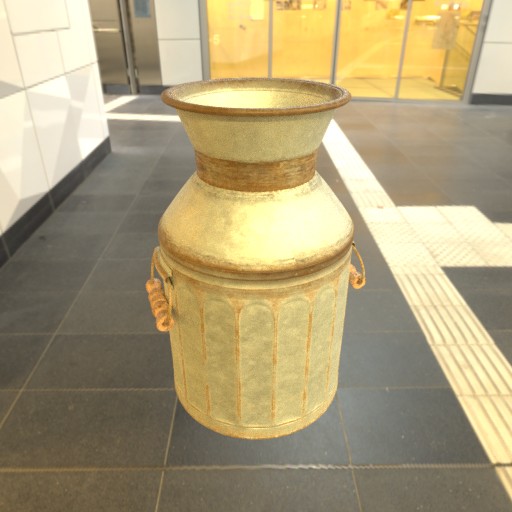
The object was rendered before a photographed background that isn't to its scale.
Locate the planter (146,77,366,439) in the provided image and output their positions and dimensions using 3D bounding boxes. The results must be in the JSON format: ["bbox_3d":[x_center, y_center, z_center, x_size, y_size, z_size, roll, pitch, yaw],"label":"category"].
[{"bbox_3d":[0.000,0.000,0.505,0.248,0.358,0.215,-10,31,-17],"label":"planter"}]
